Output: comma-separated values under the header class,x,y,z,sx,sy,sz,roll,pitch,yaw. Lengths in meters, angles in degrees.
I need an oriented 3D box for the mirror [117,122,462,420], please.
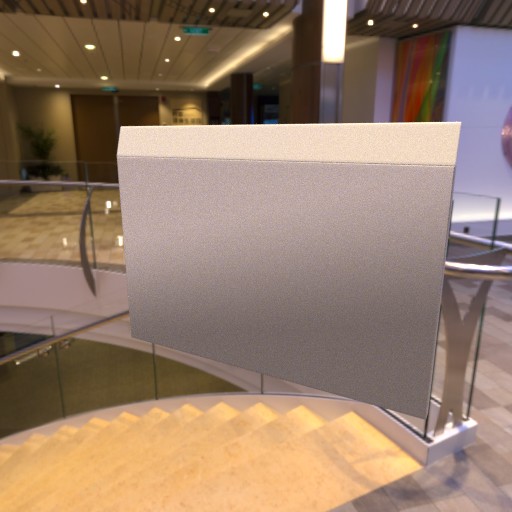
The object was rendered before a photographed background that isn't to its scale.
class,x,y,z,sx,sy,sz,roll,pitch,yaw
mirror,0.000,0.000,1.109,0.870,0.630,0.030,8,17,28
